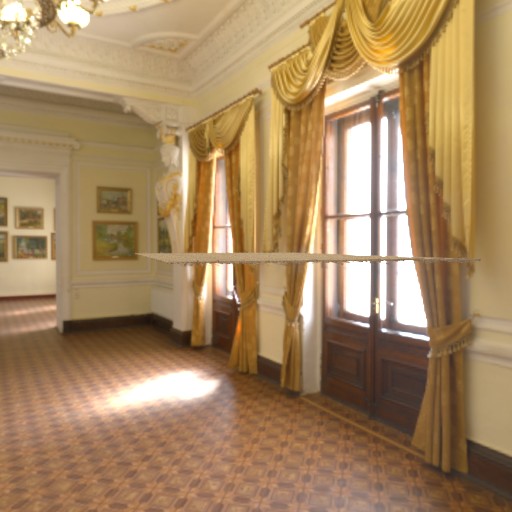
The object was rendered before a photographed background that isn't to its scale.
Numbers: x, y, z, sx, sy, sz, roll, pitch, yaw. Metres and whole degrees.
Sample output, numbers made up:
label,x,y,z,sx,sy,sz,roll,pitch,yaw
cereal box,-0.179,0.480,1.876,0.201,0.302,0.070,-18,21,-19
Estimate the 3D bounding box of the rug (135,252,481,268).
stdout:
label,x,y,z,sx,sy,sz,roll,pitch,yaw
rug,0.000,0.000,2.507,1.224,0.027,2.021,0,1,-18
